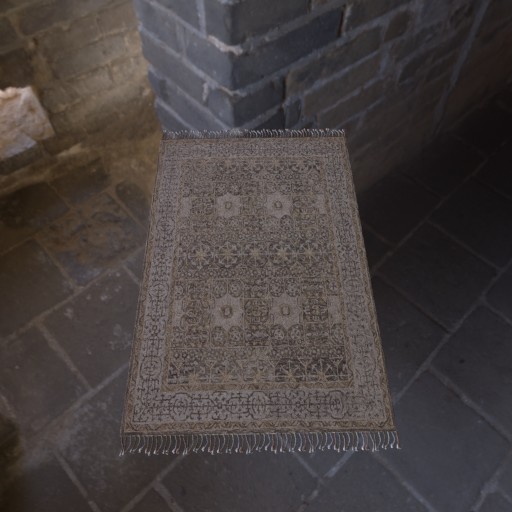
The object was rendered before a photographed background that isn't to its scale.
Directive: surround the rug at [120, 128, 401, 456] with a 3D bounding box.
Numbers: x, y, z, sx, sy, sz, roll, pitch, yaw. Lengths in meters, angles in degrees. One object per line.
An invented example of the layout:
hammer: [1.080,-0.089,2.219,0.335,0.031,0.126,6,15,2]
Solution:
rug: [0.000,0.000,2.463,1.237,0.010,2.029,-1,58,-1]
